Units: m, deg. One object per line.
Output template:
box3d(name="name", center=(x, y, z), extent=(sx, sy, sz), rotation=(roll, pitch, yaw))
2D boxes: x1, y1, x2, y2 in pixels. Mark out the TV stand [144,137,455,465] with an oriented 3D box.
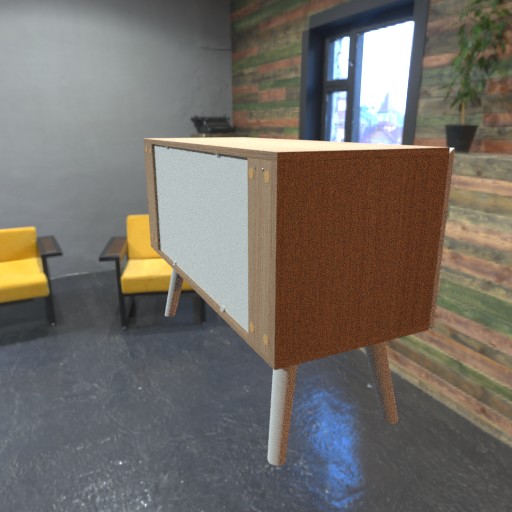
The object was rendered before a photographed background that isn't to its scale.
box3d(name="TV stand", center=(0.000, 0.000, 1.321), extent=(0.407, 0.660, 0.991), rotation=(-8, 18, -25))
